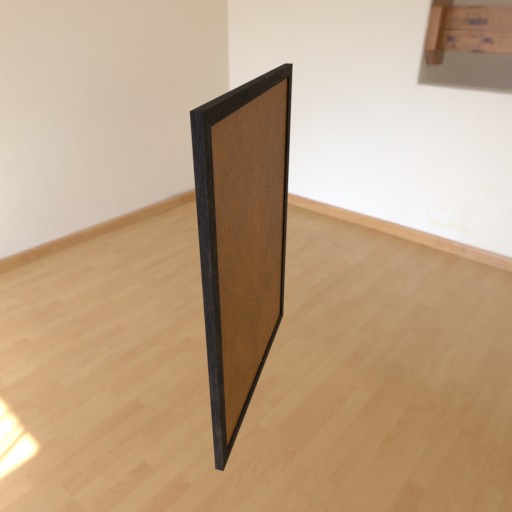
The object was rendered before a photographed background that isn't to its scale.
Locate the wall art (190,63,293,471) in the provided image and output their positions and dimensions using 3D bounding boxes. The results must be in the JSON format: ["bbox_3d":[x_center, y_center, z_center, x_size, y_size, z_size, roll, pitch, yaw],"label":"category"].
[{"bbox_3d":[0.000,0.000,1.434,0.029,1.066,0.812,8,31,14],"label":"wall art"}]
